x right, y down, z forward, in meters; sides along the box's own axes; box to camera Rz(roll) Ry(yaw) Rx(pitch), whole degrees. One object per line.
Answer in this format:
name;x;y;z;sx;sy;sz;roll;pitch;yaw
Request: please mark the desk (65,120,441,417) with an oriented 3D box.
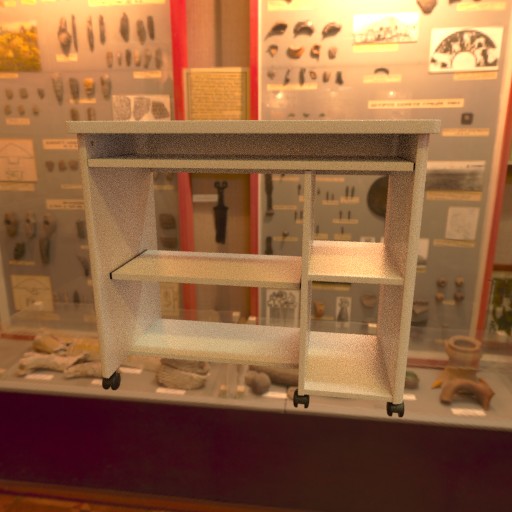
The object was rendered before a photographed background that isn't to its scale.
desk;0.000;0.000;1.322;0.877;0.763;0.475;2;16;9
